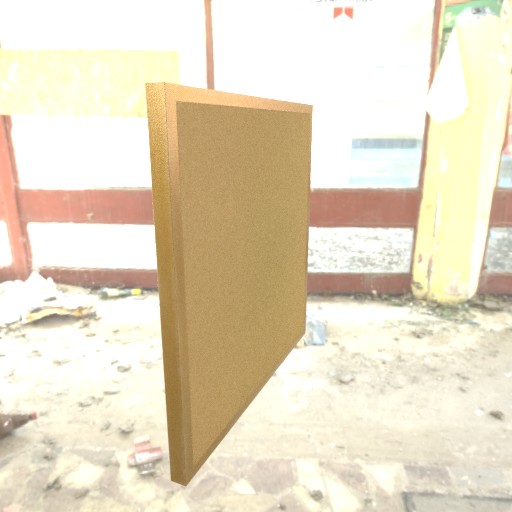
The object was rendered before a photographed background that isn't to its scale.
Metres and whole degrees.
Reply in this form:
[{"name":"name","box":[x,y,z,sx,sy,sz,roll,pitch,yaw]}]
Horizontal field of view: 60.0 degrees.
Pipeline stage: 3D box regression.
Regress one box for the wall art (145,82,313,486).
[{"name":"wall art","box":[0.000,0.000,1.126,0.037,0.760,0.762,7,18,23]}]
